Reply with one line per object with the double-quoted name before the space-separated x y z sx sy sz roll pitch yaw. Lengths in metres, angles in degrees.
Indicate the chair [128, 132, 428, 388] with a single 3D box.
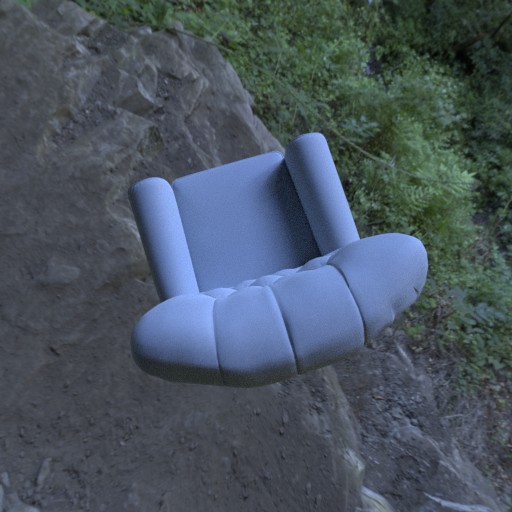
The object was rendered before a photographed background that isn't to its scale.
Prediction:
"chair" 0.000 0.000 2.115 1.090 1.217 1.128 -17 76 -4
